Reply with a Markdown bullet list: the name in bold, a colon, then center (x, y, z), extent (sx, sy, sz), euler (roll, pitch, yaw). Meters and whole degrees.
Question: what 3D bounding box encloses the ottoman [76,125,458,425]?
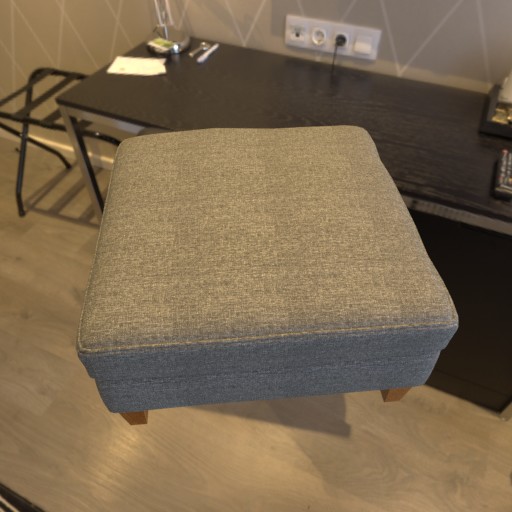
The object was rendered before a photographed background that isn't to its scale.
- **ottoman**: center (0.000, 0.000, 1.337), extent (0.838, 0.481, 0.838), euler (-4, 47, -4)
